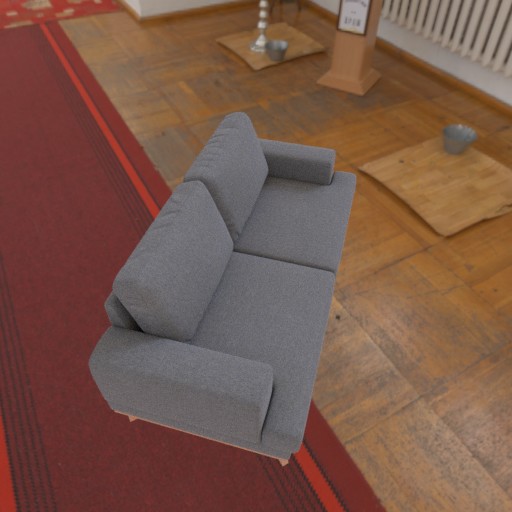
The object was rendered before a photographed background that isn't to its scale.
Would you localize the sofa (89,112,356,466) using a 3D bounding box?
[{"bbox_3d":[0.000,0.000,2.122,0.785,0.810,1.650,11,46,11],"label":"sofa"}]
